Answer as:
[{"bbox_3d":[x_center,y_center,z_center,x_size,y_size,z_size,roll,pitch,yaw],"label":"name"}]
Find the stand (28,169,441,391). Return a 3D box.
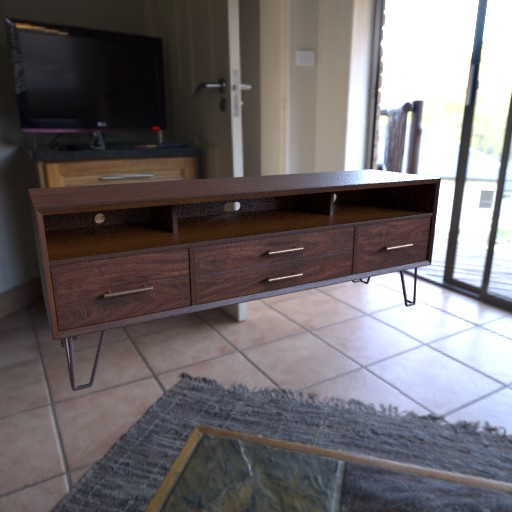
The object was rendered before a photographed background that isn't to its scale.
[{"bbox_3d":[0.000,0.000,1.865,1.626,0.610,0.481,-8,18,-27],"label":"stand"}]
